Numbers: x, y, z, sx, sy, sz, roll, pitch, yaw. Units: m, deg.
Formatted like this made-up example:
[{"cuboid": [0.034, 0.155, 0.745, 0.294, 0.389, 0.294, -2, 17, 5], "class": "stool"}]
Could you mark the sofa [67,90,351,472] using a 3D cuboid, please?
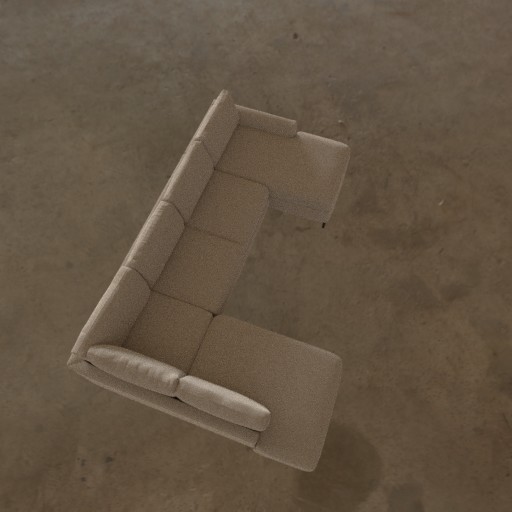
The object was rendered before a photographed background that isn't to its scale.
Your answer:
[{"cuboid": [0.000, 0.000, 3.933, 1.989, 0.862, 2.984, 18, 65, 9], "class": "sofa"}]
